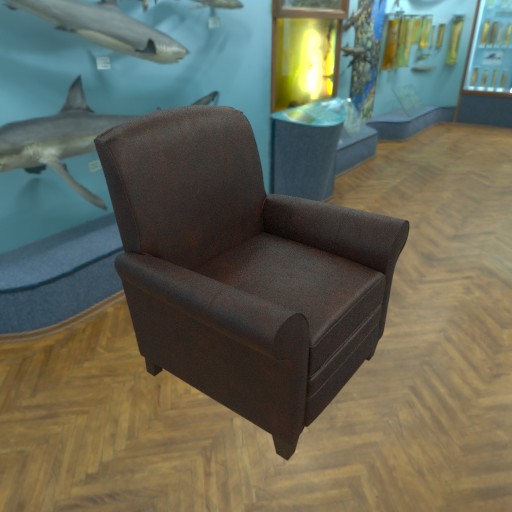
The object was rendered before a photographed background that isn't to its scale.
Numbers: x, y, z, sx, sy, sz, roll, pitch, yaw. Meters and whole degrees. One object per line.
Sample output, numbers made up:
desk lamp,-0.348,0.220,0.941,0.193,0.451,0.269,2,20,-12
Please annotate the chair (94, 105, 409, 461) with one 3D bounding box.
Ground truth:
chair,0.000,0.000,1.771,0.902,1.061,0.978,19,33,33
